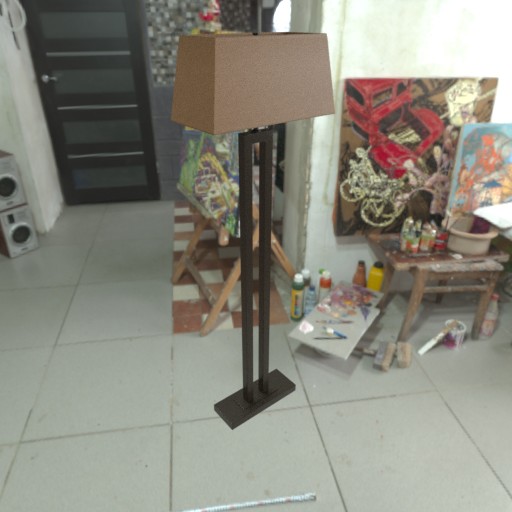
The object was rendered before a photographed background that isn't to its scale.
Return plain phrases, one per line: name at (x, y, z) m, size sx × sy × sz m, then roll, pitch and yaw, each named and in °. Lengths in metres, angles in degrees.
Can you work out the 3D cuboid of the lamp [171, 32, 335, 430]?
lamp at (0.000, 0.000, 1.631) m, size 0.475 × 1.469 × 0.233 m, roll -21°, pitch 35°, yaw -33°
